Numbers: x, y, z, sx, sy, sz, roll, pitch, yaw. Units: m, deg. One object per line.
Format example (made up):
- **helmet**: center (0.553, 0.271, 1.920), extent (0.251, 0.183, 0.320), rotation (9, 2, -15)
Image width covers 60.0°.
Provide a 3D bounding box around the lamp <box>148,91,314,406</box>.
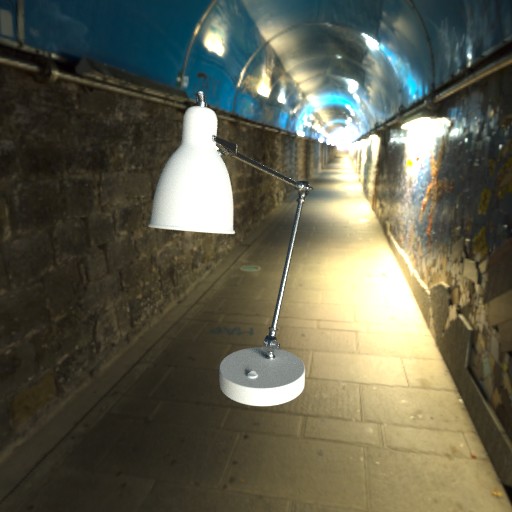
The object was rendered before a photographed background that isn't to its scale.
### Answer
- **lamp**: center (0.000, 0.000, 0.880), extent (0.187, 0.587, 0.561), rotation (7, 16, 26)
